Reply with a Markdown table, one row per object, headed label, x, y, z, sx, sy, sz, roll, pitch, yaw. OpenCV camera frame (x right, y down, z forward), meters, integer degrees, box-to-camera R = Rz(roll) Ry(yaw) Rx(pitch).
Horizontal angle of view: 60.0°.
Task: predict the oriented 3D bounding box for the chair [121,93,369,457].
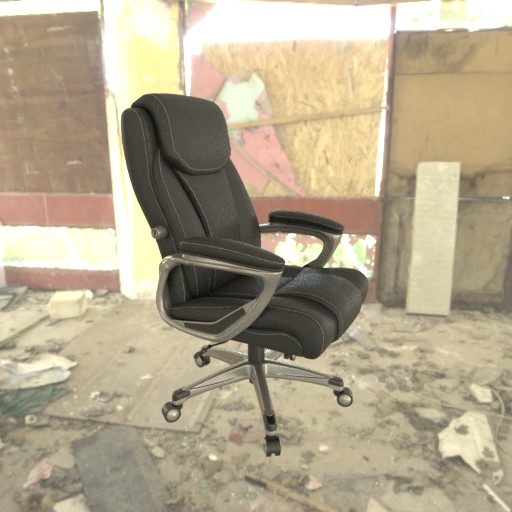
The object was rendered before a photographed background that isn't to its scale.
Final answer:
| label | x | y | z | sx | sy | sz | roll | pitch | yaw |
| --- | --- | --- | --- | --- | --- | --- | --- | --- | --- |
| chair | 0.000 | 0.000 | 1.671 | 0.784 | 1.167 | 0.741 | 7 | 16 | 26 |
